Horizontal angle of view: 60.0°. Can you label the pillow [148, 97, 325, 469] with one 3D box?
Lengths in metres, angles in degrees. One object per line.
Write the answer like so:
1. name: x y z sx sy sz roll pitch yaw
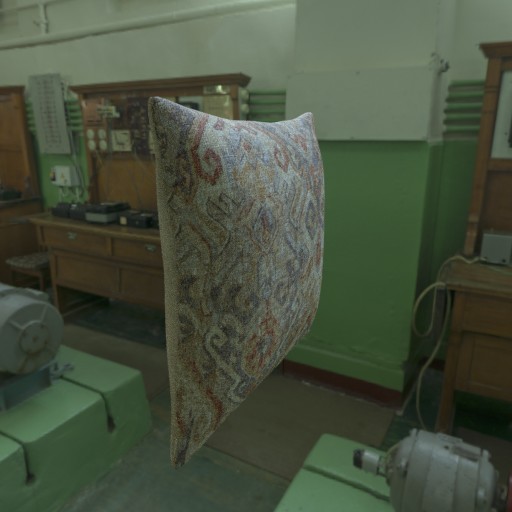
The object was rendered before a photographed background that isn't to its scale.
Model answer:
1. pillow: 0.000 0.000 0.789 0.166 0.506 0.523 8 17 26
